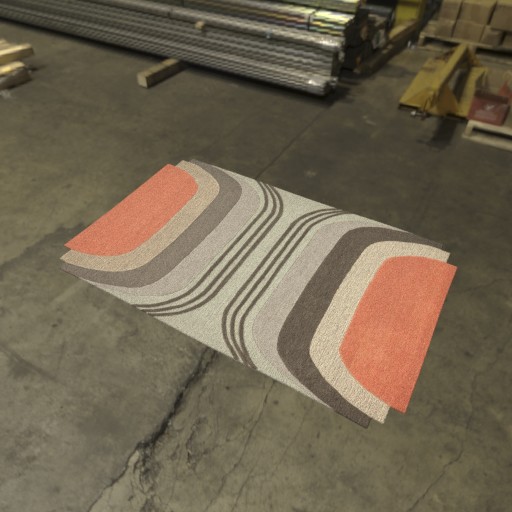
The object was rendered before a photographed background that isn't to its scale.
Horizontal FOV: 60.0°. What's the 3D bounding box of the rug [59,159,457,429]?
[{"bbox_3d":[0.000,0.000,3.045,2.446,0.017,1.530,23,49,21],"label":"rug"}]
